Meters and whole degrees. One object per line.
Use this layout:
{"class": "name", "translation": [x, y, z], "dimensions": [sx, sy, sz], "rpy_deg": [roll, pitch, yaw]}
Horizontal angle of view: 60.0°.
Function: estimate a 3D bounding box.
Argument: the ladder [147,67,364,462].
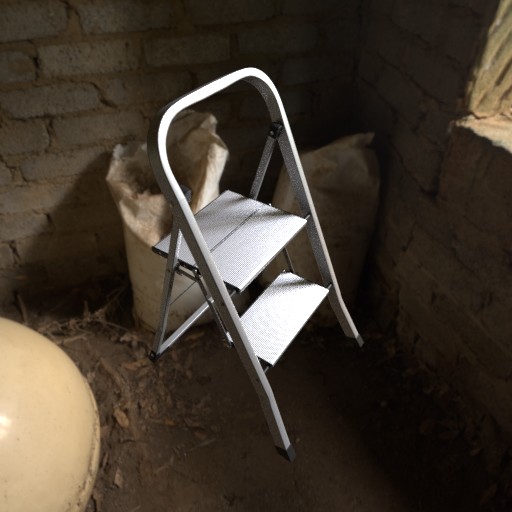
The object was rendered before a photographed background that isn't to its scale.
{"class": "ladder", "translation": [0.000, 0.000, 1.128], "dimensions": [0.530, 0.830, 0.465], "rpy_deg": [24, 47, 25]}
